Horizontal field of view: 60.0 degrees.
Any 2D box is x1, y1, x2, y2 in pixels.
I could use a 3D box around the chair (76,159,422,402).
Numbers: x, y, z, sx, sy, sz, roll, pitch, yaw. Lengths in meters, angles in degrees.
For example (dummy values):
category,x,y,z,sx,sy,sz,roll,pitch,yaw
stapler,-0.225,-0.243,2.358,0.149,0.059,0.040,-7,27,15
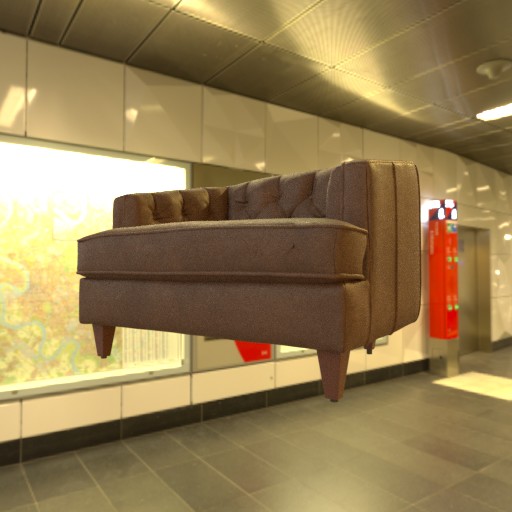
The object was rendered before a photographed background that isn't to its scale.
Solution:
category,x,y,z,sx,sy,sz,roll,pitch,yaw
chair,0.000,0.000,1.710,1.118,0.787,0.914,-1,-2,35
